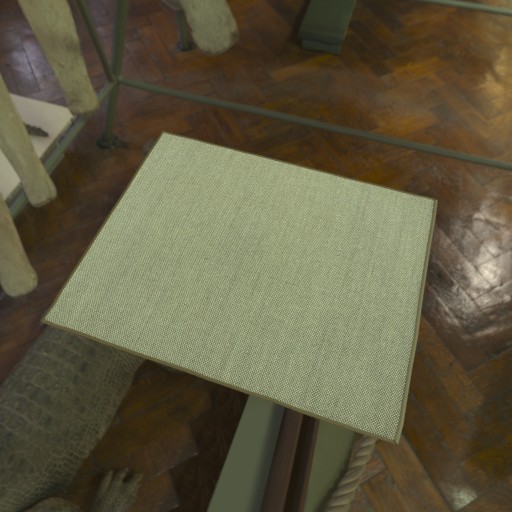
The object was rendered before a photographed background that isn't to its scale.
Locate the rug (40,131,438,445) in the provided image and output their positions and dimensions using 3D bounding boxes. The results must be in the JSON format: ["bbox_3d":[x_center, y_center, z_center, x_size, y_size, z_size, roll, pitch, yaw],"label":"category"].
[{"bbox_3d":[0.000,0.000,4.076,3.041,0.020,2.413,16,60,10],"label":"rug"}]
